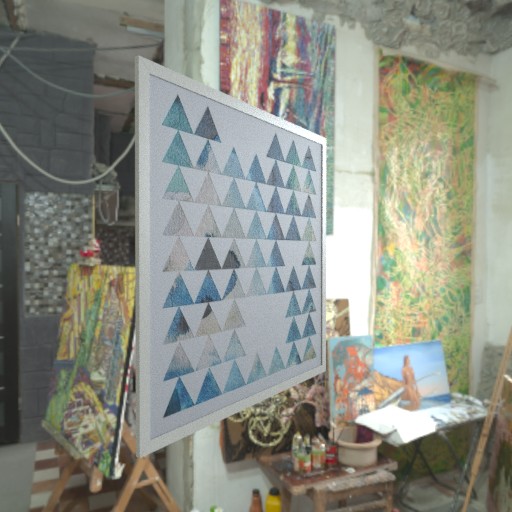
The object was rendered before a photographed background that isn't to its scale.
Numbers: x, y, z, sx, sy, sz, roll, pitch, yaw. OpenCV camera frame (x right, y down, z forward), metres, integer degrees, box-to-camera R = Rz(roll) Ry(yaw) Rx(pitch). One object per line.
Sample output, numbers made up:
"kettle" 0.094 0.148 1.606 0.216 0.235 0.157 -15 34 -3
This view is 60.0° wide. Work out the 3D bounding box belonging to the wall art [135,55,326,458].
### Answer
"wall art" 0.000 0.000 0.687 0.007 0.456 0.456 0 1 36
